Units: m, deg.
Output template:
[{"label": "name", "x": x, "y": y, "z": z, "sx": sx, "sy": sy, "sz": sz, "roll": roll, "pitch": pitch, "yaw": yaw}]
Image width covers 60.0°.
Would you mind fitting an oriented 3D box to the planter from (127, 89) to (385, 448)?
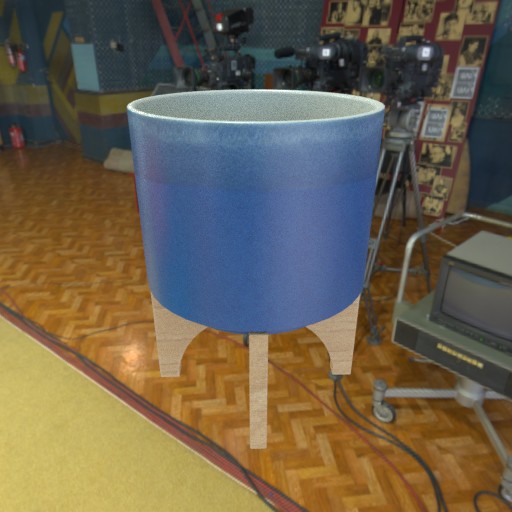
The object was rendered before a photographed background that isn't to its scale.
[{"label": "planter", "x": 0.000, "y": 0.000, "z": 0.397, "sx": 0.192, "sy": 0.263, "sz": 0.192, "roll": 0, "pitch": 26, "yaw": 0}]
